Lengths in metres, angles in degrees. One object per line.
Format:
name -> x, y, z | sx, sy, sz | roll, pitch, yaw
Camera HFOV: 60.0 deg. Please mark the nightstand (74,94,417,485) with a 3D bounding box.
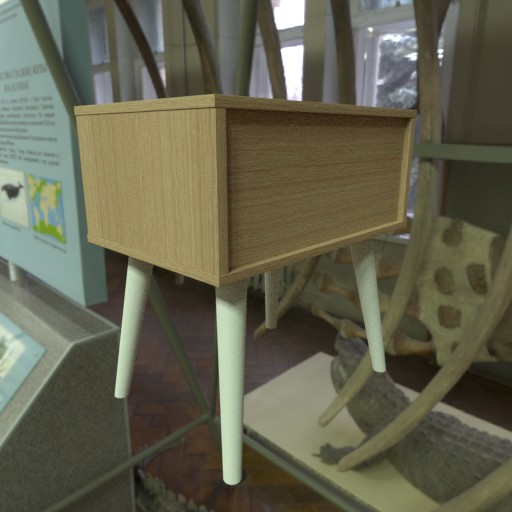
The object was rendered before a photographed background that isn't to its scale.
nightstand -> 0.000, 0.000, 0.965 | 0.407, 0.610, 0.571 | 14, 21, 42
